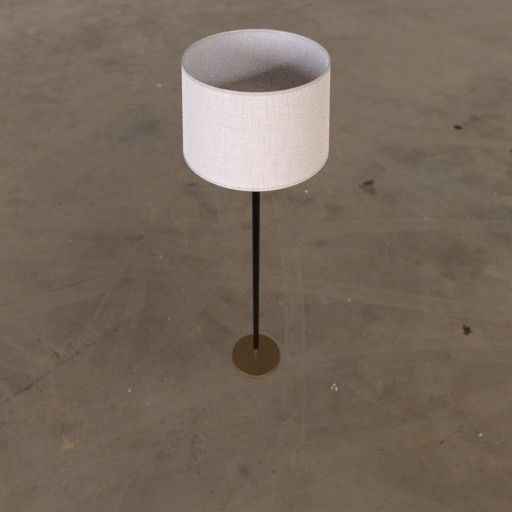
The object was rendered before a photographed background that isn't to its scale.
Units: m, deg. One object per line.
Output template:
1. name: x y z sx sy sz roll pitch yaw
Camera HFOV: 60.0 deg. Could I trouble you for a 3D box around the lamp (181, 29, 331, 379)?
1. lamp: 0.000 0.000 1.629 0.420 1.447 0.420 0 47 0
